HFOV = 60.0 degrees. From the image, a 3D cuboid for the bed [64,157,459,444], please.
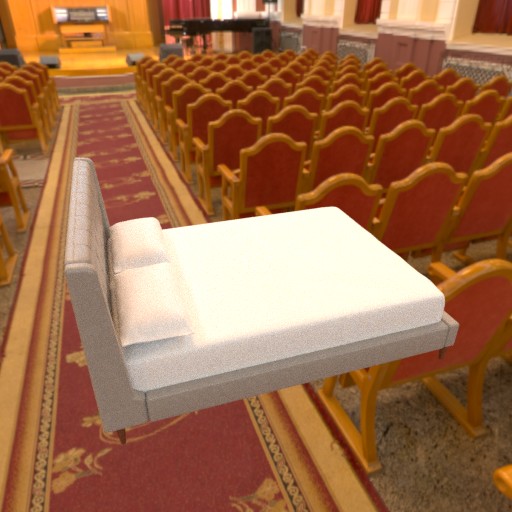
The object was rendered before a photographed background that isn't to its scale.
[{"bbox_3d":[0.000,0.000,3.099,2.232,1.147,1.656,-9,31,-16],"label":"bed"}]
